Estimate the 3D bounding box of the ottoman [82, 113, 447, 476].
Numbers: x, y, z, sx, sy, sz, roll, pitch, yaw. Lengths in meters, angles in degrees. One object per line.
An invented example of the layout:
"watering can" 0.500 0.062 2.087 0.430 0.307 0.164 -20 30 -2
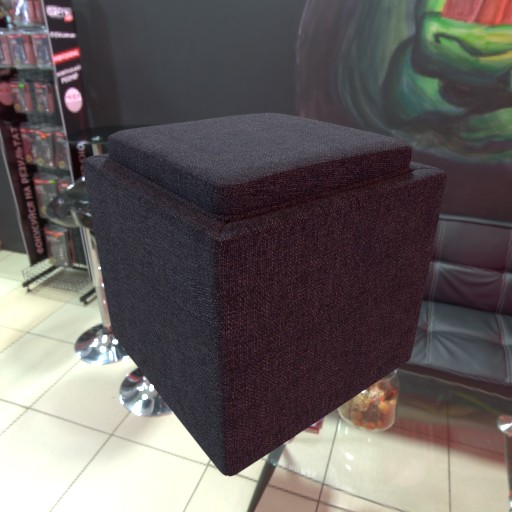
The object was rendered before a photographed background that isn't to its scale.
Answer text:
"ottoman" 0.000 0.000 0.825 0.450 0.460 0.450 -19 32 -33
